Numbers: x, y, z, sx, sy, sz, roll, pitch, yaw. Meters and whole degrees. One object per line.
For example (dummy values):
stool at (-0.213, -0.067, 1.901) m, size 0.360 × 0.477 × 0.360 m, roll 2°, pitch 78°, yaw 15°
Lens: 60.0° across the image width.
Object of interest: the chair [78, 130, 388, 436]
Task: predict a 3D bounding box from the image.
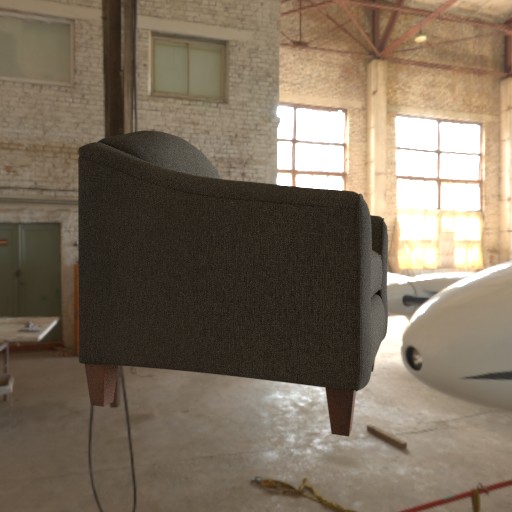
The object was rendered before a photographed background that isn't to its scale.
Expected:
chair at (0.000, 0.000, 1.435) m, size 0.787 × 0.839 × 0.763 m, roll 0°, pitch 0°, yaw 20°
